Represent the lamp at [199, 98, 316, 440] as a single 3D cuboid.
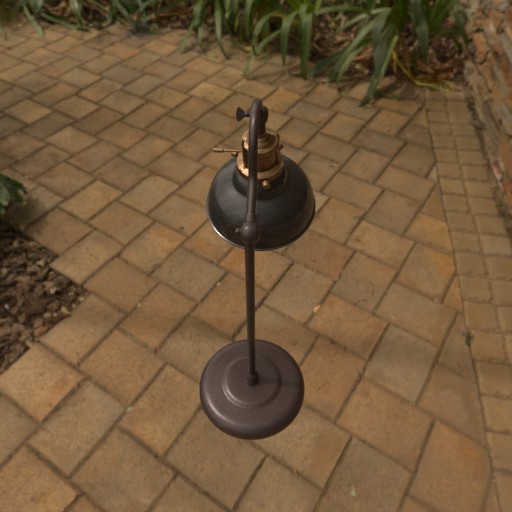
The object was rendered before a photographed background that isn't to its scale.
[{"bbox_3d":[0.000,0.000,0.688,0.192,0.508,0.374,3,47,3],"label":"lamp"}]
